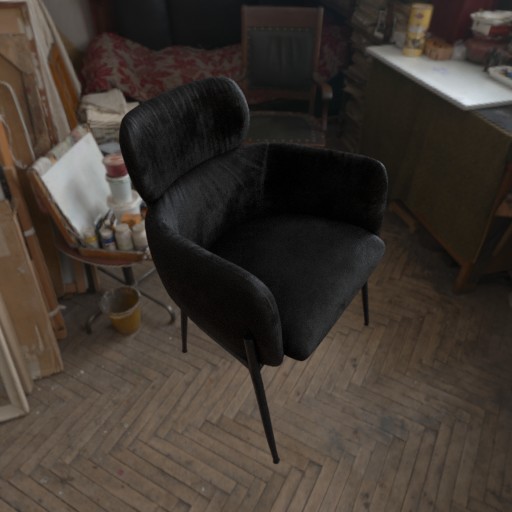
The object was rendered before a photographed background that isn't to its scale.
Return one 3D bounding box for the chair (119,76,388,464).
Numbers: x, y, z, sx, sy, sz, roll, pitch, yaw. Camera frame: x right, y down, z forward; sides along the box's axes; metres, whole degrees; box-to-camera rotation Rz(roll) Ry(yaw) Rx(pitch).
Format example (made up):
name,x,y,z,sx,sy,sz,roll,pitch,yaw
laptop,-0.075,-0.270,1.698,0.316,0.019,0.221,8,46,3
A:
name,x,y,z,sx,sy,sz,roll,pitch,yaw
chair,0.000,0.000,1.270,0.604,0.818,0.640,25,47,26
